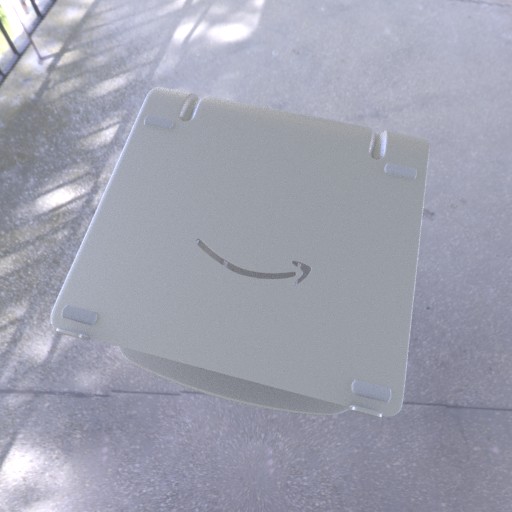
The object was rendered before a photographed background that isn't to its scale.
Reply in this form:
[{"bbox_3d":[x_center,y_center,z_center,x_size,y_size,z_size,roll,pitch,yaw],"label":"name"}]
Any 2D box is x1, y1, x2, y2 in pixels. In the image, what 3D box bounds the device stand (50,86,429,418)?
[{"bbox_3d":[0.000,0.000,0.394,0.256,0.155,0.236,13,64,7],"label":"device stand"}]
